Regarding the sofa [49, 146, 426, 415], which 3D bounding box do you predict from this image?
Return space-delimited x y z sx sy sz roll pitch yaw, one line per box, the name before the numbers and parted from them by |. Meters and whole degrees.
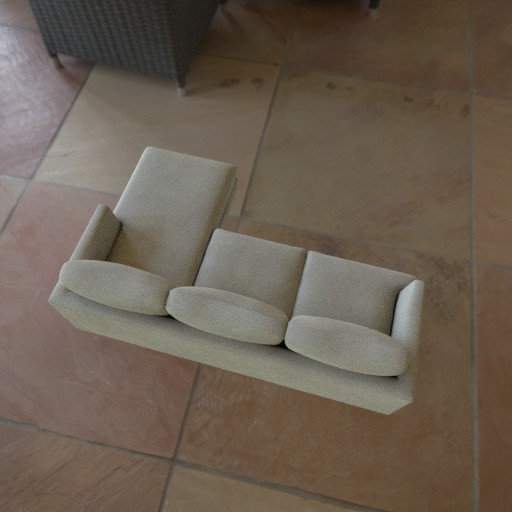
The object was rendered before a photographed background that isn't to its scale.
sofa | 0.000 0.000 3.085 2.233 0.956 1.504 14 63 7
